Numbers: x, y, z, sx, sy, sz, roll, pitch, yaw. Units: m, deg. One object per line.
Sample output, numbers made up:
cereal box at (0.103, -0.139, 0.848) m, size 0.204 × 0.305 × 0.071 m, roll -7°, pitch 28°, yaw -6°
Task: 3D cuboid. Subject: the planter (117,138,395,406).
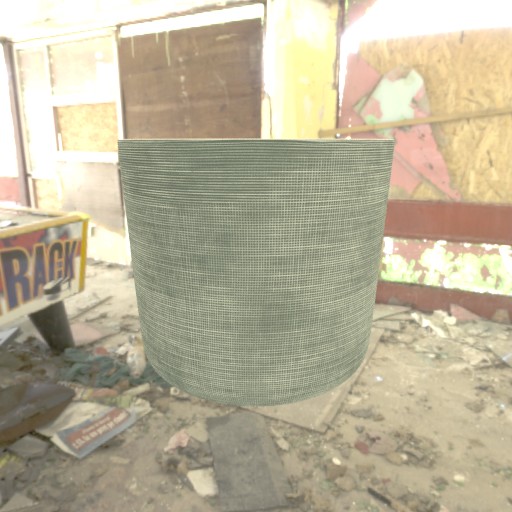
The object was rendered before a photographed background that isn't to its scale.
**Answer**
planter at (0.000, 0.000, 0.784) m, size 0.440 × 0.398 × 0.440 m, roll 0°, pitch 14°, yaw 0°
